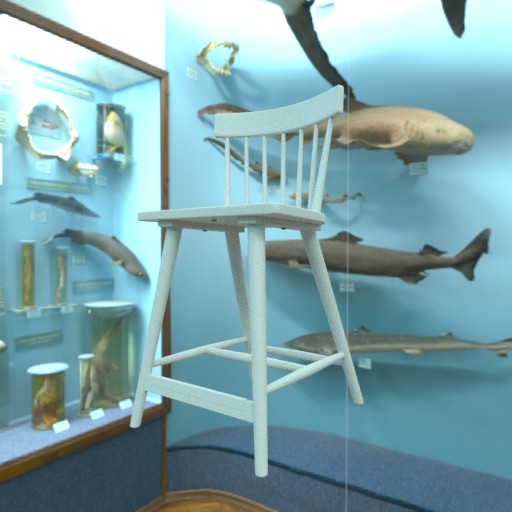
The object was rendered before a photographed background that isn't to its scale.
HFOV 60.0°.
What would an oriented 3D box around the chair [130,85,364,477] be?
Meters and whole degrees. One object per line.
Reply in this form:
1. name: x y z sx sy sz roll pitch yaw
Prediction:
1. chair: 0.000 0.000 1.313 0.483 0.952 0.572 1 2 37
